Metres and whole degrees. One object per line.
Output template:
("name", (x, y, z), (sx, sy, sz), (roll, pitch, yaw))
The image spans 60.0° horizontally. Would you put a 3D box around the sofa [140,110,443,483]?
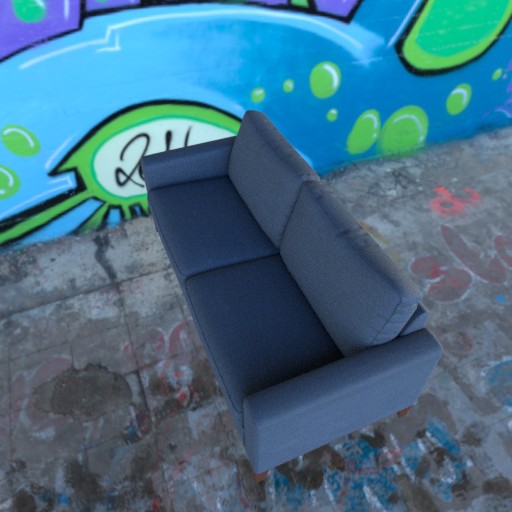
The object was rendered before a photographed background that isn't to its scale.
("sofa", (0.000, 0.000, 2.418), (0.877, 0.865, 1.900), (-17, 48, -16))
